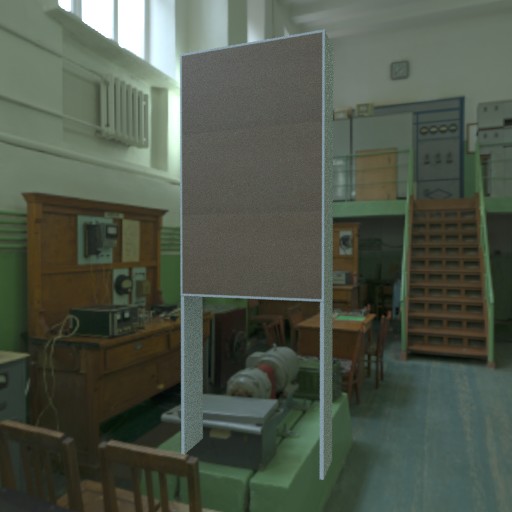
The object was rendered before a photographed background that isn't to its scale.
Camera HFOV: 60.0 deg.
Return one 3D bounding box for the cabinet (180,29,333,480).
[{"bbox_3d":[0.000,0.000,1.942,0.643,1.770,0.192,0,1,20],"label":"cabinet"}]
